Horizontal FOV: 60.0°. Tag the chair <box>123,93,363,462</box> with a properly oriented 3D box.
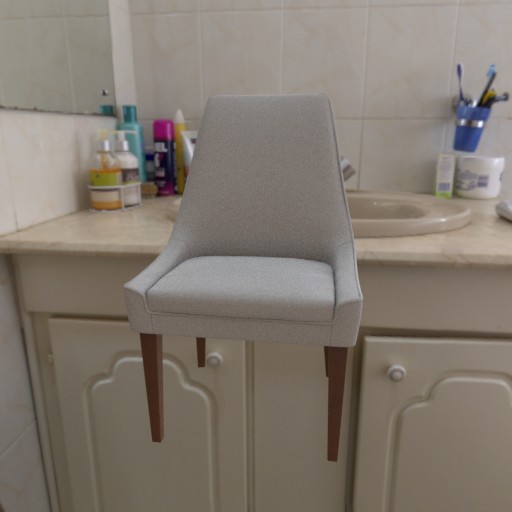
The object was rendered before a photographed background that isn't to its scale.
[{"bbox_3d":[0.000,0.000,1.192,0.529,0.861,0.544,2,15,9],"label":"chair"}]
